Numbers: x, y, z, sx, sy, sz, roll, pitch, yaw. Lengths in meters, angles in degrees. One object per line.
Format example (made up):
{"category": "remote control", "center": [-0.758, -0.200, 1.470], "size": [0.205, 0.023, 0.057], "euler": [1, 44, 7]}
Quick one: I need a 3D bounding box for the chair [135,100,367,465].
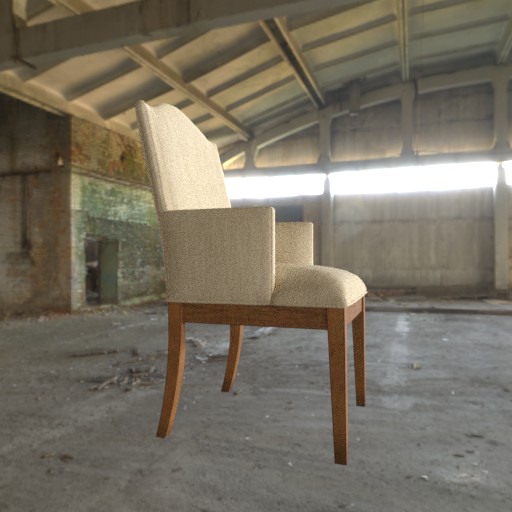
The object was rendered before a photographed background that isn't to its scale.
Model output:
{"category": "chair", "center": [0.000, 0.000, 1.405], "size": [0.641, 1.016, 0.533], "euler": [0, -1, 19]}
